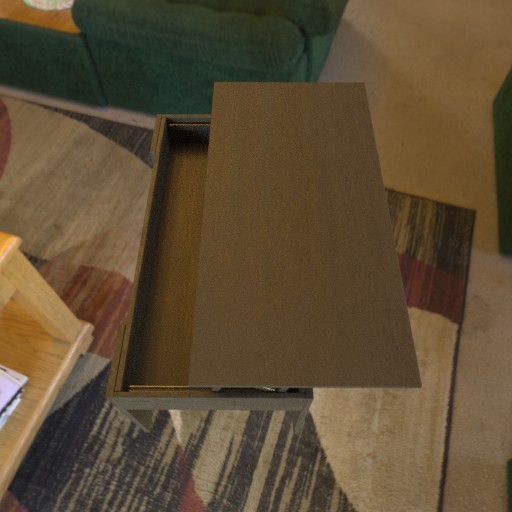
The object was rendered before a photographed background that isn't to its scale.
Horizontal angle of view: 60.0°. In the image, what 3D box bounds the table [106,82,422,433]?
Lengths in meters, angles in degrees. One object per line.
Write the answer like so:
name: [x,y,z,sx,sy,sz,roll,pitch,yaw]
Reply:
table: [0.000,0.000,1.443,0.711,0.570,1.000,0,58,0]
